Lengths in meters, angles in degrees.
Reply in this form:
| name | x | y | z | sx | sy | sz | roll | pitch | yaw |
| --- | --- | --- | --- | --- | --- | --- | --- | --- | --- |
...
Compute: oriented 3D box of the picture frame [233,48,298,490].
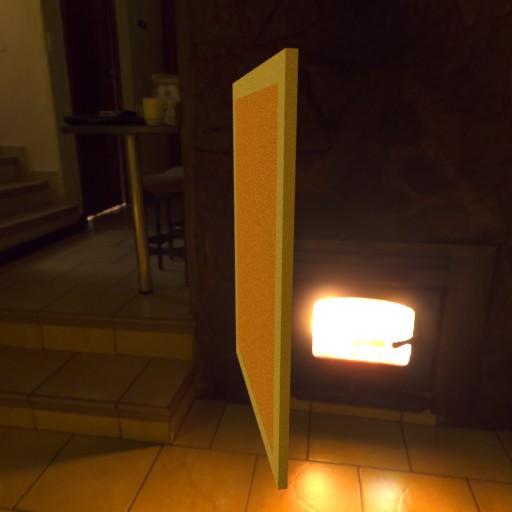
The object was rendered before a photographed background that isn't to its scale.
| name | x | y | z | sx | sy | sz | roll | pitch | yaw |
| --- | --- | --- | --- | --- | --- | --- | --- | --- | --- |
| picture frame | 0.000 | 0.000 | 0.592 | 0.011 | 0.459 | 0.326 | -3 | 16 | -10 |
